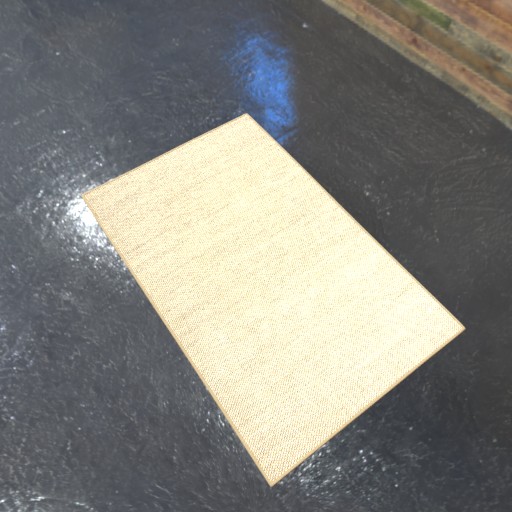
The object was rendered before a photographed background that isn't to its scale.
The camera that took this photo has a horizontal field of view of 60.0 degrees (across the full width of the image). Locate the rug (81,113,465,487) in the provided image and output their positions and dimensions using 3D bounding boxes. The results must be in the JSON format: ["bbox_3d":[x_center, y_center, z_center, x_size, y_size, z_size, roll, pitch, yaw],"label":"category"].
[{"bbox_3d":[0.000,0.000,2.119,1.062,0.013,1.667,-32,64,-17],"label":"rug"}]
